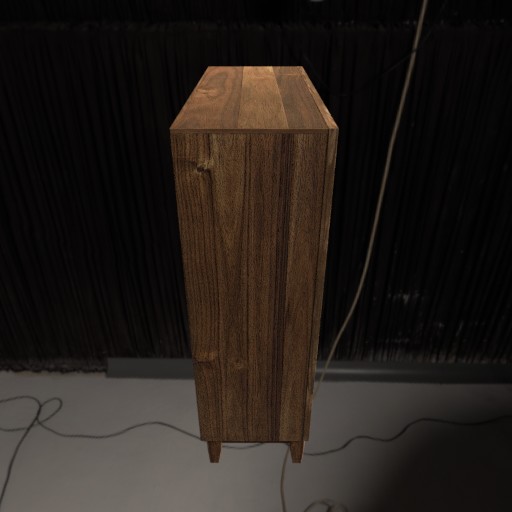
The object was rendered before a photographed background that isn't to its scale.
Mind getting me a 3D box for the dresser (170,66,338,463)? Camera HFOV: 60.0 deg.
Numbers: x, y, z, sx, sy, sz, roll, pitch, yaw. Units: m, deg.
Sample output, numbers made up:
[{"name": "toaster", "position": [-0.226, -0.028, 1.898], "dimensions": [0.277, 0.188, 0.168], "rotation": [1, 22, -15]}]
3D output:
[{"name": "dresser", "position": [0.000, 0.000, 1.939], "dimensions": [0.442, 1.393, 1.062], "rotation": [0, 31, 0]}]
